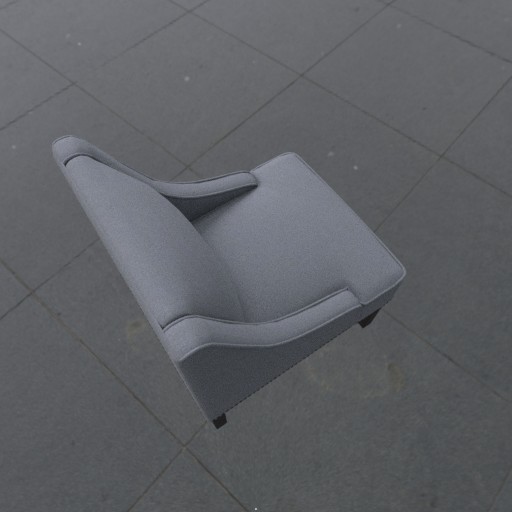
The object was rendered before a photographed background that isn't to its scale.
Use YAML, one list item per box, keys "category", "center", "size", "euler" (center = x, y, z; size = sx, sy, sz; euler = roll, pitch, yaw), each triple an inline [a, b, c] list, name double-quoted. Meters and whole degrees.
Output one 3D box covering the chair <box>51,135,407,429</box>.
- category: "chair"
  center: [0.000, 0.000, 1.362]
  size: [0.747, 0.867, 0.631]
  euler: [-30, 65, -16]
